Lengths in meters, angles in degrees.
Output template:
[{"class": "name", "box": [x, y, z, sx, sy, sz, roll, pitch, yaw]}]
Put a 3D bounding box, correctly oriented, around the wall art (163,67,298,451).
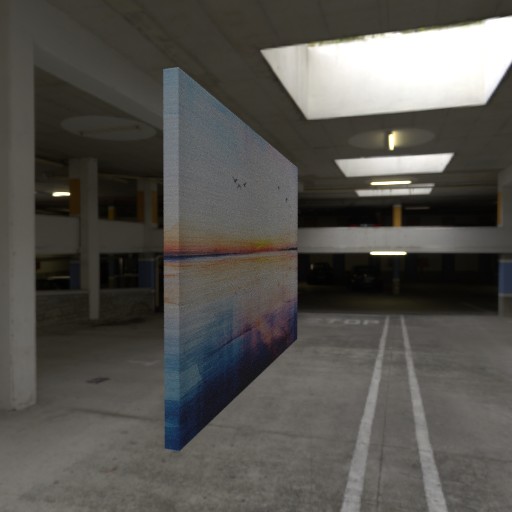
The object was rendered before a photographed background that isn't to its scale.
[{"class": "wall art", "box": [0.000, 0.000, 0.754, 0.018, 0.402, 0.604, 0, 1, 17]}]
